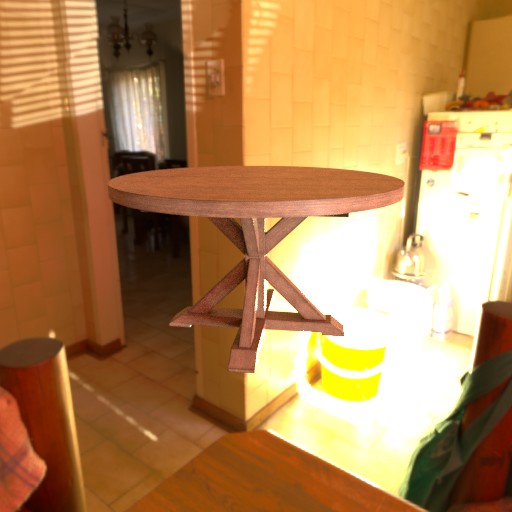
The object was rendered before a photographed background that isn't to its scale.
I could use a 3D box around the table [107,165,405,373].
[{"bbox_3d":[0.000,0.000,2.240,1.363,0.781,1.363,0,16,0],"label":"table"}]
